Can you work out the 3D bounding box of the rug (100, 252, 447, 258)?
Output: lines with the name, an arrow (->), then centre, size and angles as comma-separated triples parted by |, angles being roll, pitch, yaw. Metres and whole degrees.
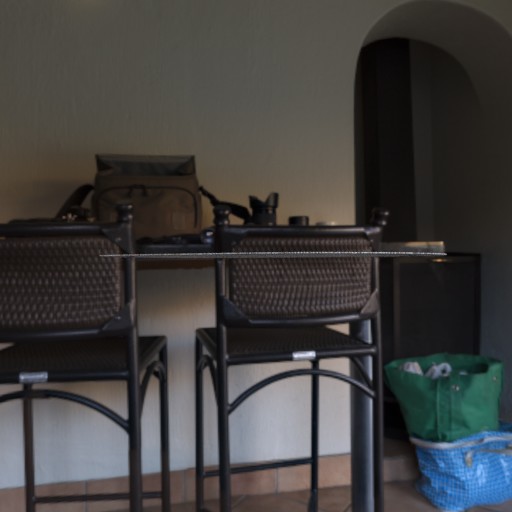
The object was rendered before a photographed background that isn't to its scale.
rug -> 0.000, 0.000, 3.045 | 2.432, 0.006, 1.520 | -1, -1, 37
